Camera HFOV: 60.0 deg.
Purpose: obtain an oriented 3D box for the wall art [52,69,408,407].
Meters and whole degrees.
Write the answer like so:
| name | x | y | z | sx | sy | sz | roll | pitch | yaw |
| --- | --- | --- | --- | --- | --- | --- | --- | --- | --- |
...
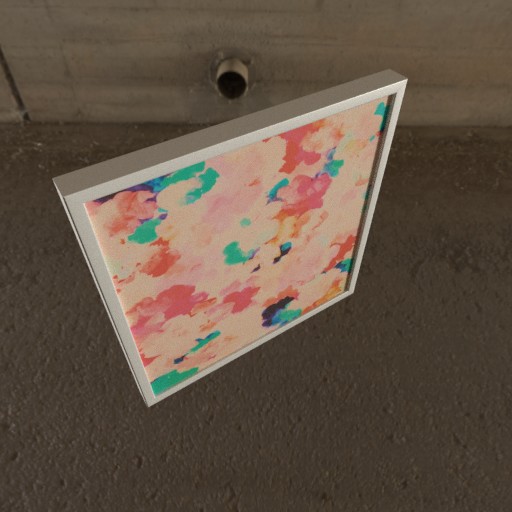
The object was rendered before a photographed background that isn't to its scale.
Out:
| name | x | y | z | sx | sy | sz | roll | pitch | yaw |
| --- | --- | --- | --- | --- | --- | --- | --- | --- | --- |
| wall art | 0.000 | 0.000 | 0.752 | 0.506 | 0.505 | 0.038 | -25 | 52 | -22 |
